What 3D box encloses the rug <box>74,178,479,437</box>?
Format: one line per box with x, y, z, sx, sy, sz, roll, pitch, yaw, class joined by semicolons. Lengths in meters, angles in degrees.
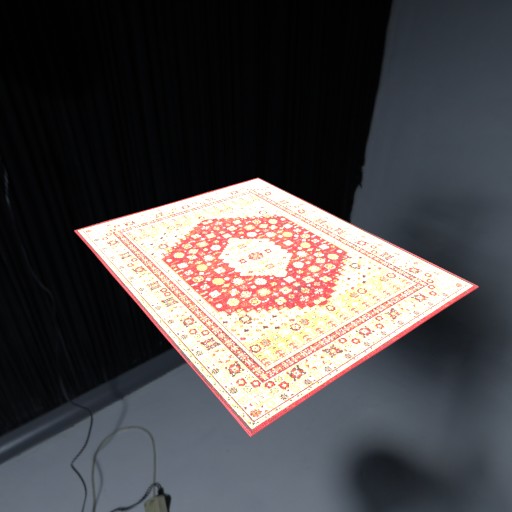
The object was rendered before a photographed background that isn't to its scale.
0.000;0.000;4.141;2.387;0.013;3.053;-22;38;-31;rug
